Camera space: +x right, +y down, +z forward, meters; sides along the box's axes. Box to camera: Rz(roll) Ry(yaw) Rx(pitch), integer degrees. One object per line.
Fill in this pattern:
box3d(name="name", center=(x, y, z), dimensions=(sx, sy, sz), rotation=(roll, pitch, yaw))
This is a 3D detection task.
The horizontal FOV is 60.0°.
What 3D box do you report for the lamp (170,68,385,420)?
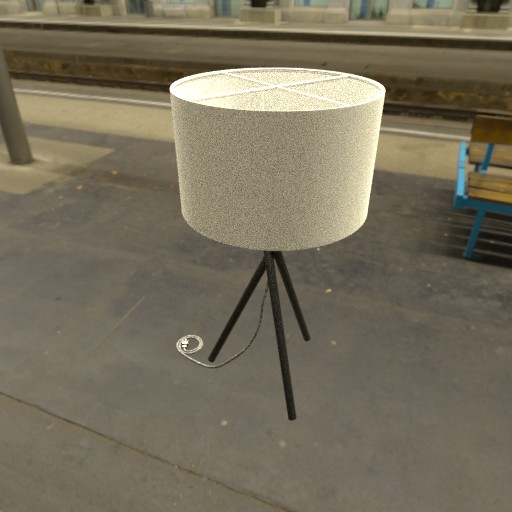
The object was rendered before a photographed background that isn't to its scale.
box3d(name="lamp", center=(0.000, 0.000, 0.920), dimensions=(0.422, 0.674, 0.353), rotation=(0, 32, 0))
